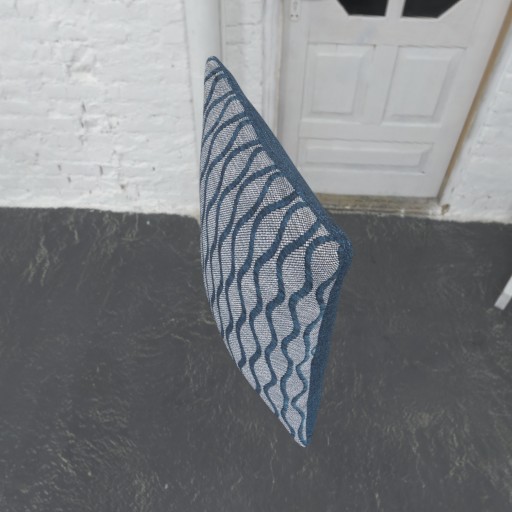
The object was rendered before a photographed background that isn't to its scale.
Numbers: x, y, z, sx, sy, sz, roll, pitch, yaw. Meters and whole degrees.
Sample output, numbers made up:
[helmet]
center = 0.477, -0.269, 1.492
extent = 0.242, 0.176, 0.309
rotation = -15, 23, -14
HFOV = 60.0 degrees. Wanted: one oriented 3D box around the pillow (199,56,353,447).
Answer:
[pillow]
center = 0.000, 0.000, 0.666
extent = 0.159, 0.435, 0.435
rotation = -15, 49, -14
